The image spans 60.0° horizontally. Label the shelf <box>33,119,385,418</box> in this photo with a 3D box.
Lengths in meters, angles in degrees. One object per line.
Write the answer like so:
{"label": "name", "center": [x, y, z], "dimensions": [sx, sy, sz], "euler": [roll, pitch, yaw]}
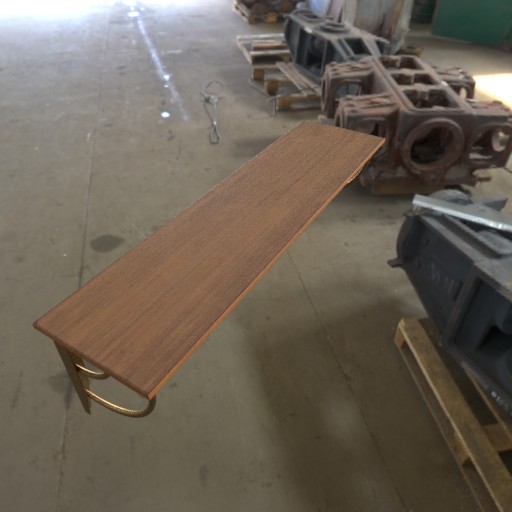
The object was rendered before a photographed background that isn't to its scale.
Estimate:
{"label": "shelf", "center": [0.000, 0.000, 0.706], "dimensions": [0.166, 0.190, 0.636], "euler": [22, 45, 24]}
